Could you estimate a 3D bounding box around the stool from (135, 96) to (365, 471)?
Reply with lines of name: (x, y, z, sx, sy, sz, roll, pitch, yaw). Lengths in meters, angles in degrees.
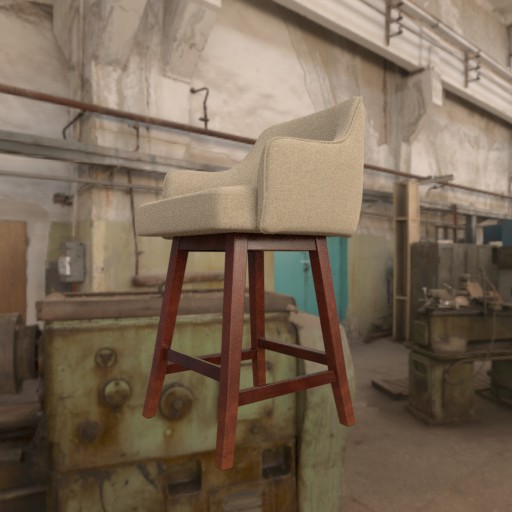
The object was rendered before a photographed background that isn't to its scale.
stool: (0.000, 0.000, 1.279, 0.560, 0.936, 0.550, 0, 0, -38)
